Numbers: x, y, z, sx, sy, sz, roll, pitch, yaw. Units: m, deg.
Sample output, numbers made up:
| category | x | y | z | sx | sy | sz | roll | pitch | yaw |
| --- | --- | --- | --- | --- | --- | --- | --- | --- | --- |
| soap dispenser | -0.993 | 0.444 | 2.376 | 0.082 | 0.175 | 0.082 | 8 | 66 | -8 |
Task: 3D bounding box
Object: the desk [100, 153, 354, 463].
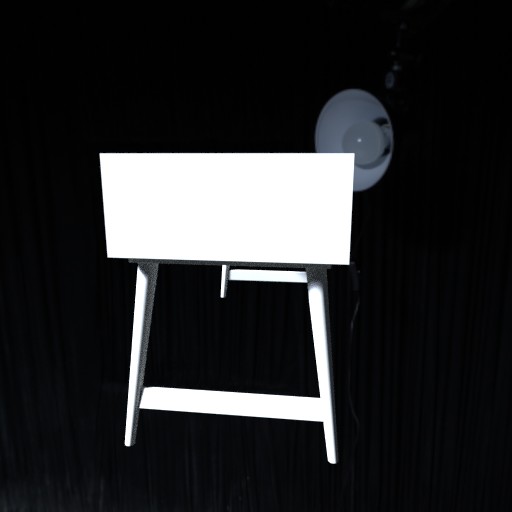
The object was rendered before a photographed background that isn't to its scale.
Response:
| category | x | y | z | sx | sy | sz | roll | pitch | yaw |
| --- | --- | --- | --- | --- | --- | --- | --- | --- | --- |
| desk | 0.000 | 0.000 | 1.698 | 0.589 | 0.762 | 1.313 | 2 | 13 | 7 |
